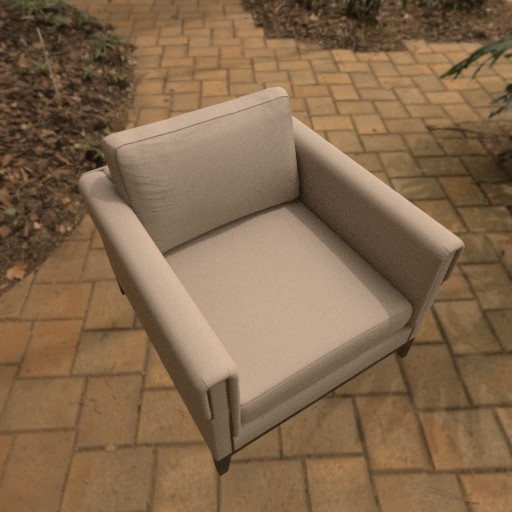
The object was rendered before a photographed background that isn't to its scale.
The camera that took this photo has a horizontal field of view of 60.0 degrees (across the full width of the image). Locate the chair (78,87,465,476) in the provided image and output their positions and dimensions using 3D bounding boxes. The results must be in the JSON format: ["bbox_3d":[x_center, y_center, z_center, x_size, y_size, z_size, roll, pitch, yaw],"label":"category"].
[{"bbox_3d":[0.000,0.000,1.609,0.914,0.838,0.959,-24,51,-22],"label":"chair"}]
